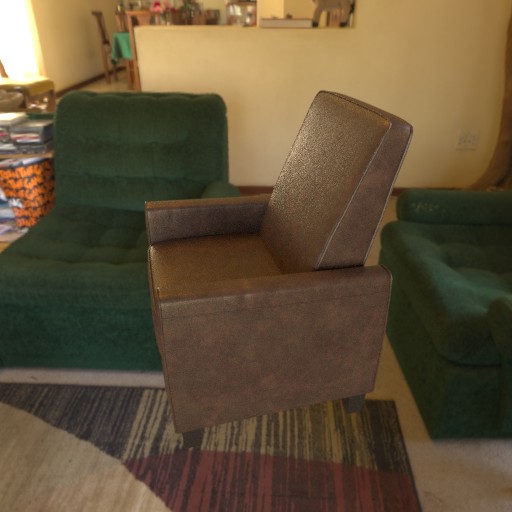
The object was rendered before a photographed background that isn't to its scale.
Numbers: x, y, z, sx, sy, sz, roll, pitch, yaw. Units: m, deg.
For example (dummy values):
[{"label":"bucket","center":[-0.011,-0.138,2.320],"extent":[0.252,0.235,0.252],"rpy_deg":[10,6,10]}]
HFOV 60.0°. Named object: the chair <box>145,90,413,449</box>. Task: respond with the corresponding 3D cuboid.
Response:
[{"label":"chair","center":[0.000,0.000,1.544],"extent":[0.746,1.013,0.705],"rpy_deg":[-7,31,-13]}]
